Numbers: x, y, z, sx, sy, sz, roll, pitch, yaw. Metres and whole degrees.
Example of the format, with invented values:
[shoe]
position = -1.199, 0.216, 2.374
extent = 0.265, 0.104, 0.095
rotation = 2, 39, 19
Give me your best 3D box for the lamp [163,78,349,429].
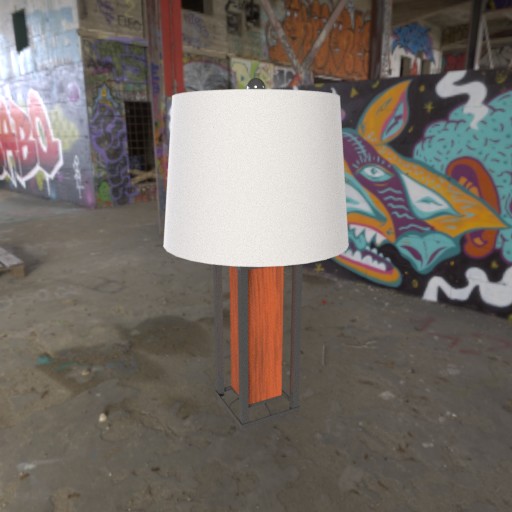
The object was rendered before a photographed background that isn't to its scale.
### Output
[lamp]
position = 0.000, 0.000, 0.787
extent = 0.320, 0.591, 0.320
rotation = 0, 15, 0
